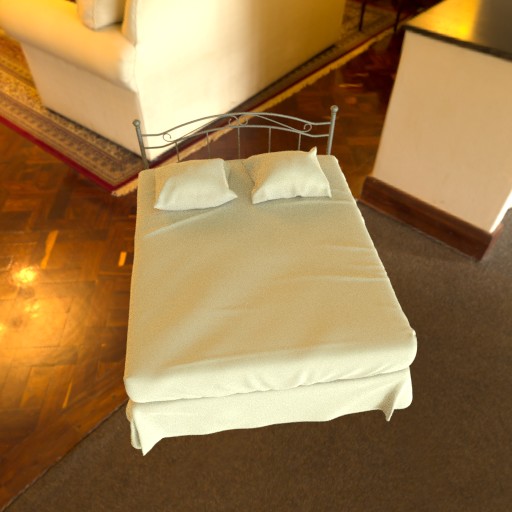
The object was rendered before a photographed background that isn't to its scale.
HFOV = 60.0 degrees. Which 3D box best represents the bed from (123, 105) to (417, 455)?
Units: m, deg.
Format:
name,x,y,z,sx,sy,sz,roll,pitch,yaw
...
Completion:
name,x,y,z,sx,sy,sz,roll,pitch,yaw
bed,0.000,0.000,3.201,1.936,1.080,2.215,-6,48,-5
